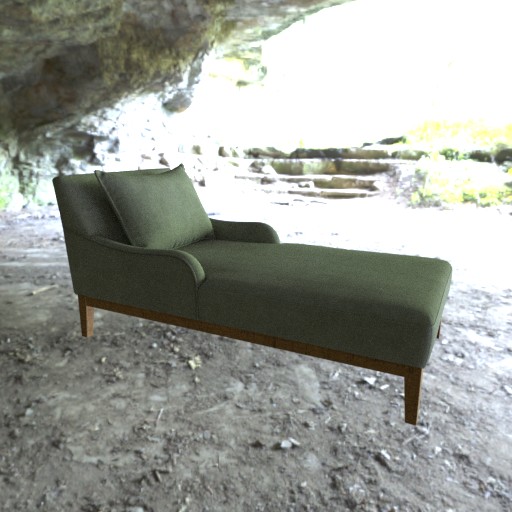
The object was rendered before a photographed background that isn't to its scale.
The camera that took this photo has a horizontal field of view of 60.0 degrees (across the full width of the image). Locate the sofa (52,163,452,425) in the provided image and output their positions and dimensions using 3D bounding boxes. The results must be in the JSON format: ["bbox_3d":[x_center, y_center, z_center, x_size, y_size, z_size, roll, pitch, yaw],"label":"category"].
[{"bbox_3d":[0.000,0.000,2.225,1.779,0.859,0.894,7,16,26],"label":"sofa"}]
